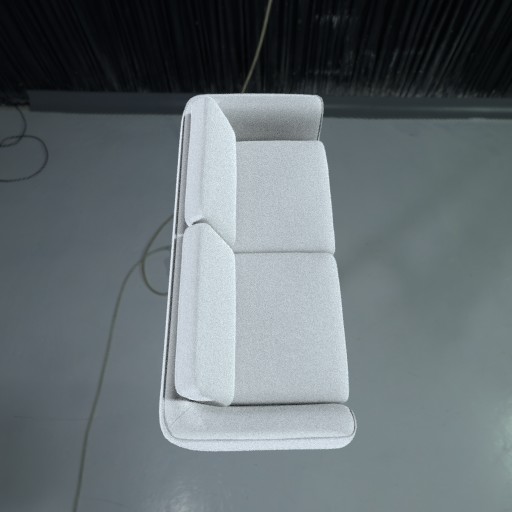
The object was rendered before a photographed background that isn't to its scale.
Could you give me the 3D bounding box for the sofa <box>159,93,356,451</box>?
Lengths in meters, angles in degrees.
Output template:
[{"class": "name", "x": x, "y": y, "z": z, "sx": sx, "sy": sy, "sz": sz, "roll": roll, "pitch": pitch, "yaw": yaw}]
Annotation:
[{"class": "sofa", "x": 0.000, "y": 0.000, "z": 2.489, "sx": 0.920, "sy": 0.850, "sz": 2.000, "roll": -1, "pitch": 65, "yaw": 0}]
